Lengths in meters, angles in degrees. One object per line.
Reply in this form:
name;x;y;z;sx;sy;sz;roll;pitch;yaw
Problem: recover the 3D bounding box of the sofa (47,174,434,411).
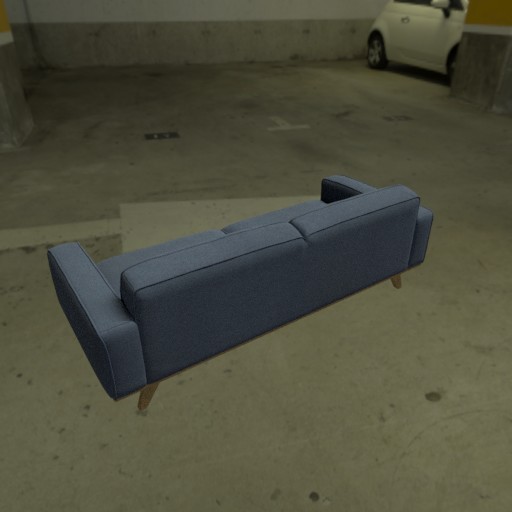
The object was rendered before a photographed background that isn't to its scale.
sofa;0.000;0.000;2.806;2.270;0.782;0.953;-19;35;-29
